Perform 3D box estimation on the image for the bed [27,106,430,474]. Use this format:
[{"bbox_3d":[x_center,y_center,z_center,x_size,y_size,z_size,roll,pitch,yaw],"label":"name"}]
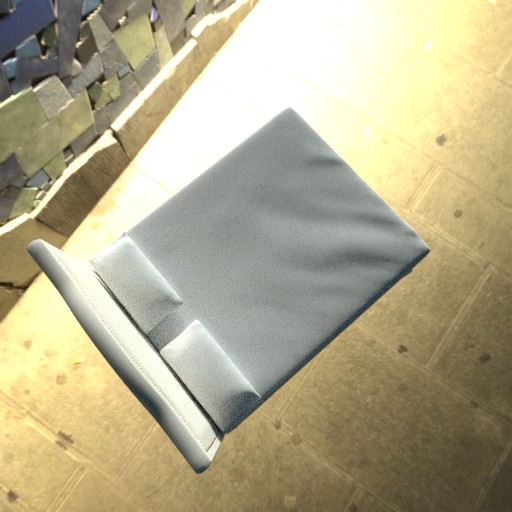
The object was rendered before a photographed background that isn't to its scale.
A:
[{"bbox_3d":[0.000,0.000,3.349,2.282,1.436,1.821,-40,80,-9],"label":"bed"}]
